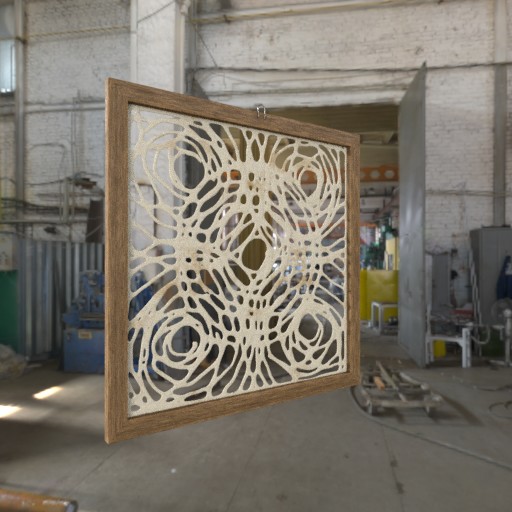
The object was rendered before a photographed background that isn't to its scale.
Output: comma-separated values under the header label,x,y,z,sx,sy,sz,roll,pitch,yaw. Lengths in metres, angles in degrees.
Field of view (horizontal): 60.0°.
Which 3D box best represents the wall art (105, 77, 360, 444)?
label,x,y,z,sx,sy,sz,roll,pitch,yaw
wall art,0.000,0.000,0.843,0.561,0.576,0.021,0,0,-35
